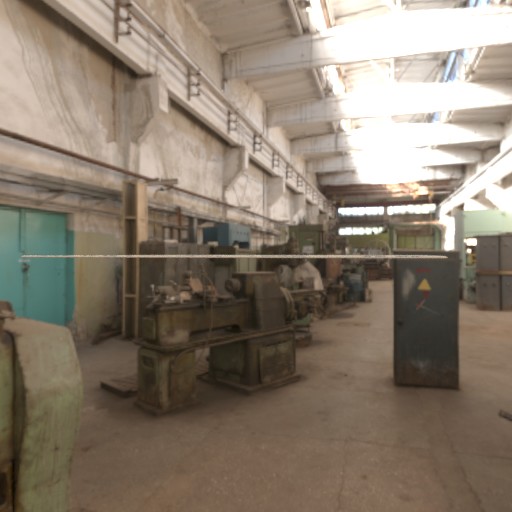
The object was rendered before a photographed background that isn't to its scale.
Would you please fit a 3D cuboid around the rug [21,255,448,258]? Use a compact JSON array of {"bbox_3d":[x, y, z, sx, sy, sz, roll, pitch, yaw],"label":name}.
[{"bbox_3d":[0.000,0.000,4.083,3.040,0.014,2.423,0,0,18],"label":"rug"}]
